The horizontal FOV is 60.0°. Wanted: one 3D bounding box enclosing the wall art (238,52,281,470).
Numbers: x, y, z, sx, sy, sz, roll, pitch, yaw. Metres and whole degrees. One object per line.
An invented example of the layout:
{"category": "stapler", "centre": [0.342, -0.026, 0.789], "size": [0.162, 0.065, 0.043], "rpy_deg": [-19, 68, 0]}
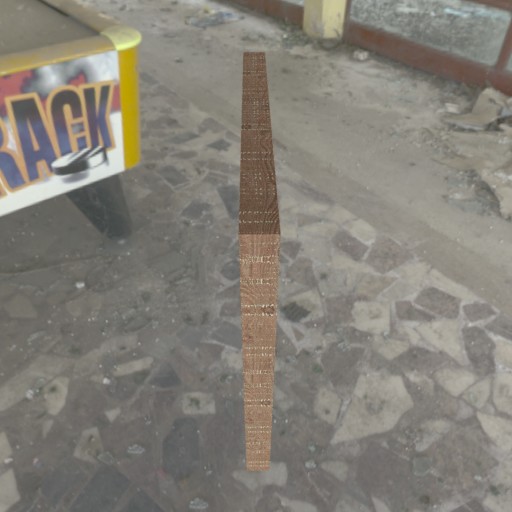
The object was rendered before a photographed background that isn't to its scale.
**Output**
{"category": "wall art", "centre": [0.000, 0.000, 0.795], "size": [0.040, 0.531, 0.531], "rpy_deg": [0, 42, -1]}
